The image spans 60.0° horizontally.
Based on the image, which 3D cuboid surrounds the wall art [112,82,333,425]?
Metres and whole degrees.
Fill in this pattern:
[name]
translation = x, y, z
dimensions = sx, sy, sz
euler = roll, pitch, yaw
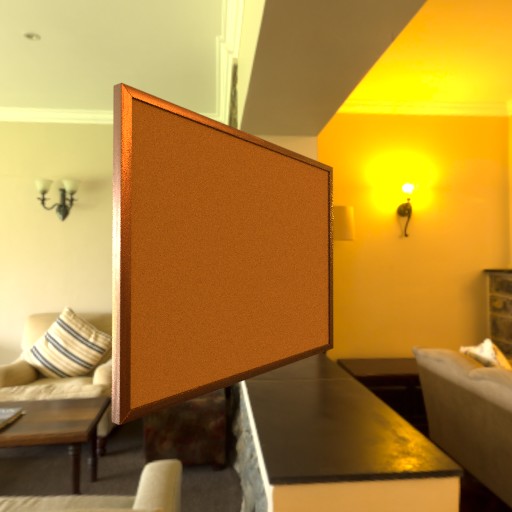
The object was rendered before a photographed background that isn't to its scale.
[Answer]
[wall art]
translation = 0.000, 0.000, 0.572
dimensions = 0.012, 0.304, 0.431
euler = -1, -1, 35
